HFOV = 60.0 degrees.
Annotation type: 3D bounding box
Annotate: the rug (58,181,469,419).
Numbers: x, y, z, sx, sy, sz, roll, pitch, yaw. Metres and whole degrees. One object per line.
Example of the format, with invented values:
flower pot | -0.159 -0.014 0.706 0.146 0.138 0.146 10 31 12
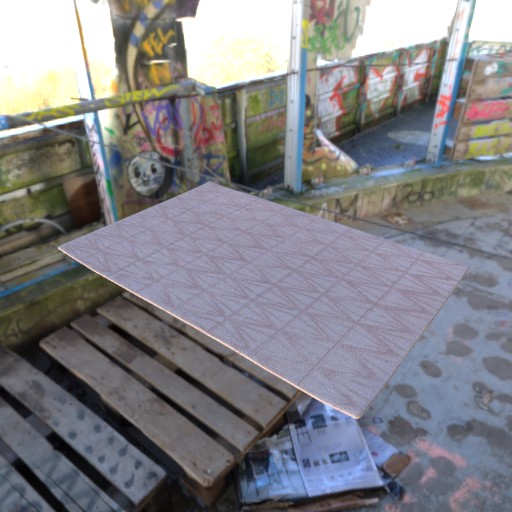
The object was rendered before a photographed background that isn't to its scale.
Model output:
rug | 0.000 0.000 2.348 1.837 0.025 1.230 23 38 32
